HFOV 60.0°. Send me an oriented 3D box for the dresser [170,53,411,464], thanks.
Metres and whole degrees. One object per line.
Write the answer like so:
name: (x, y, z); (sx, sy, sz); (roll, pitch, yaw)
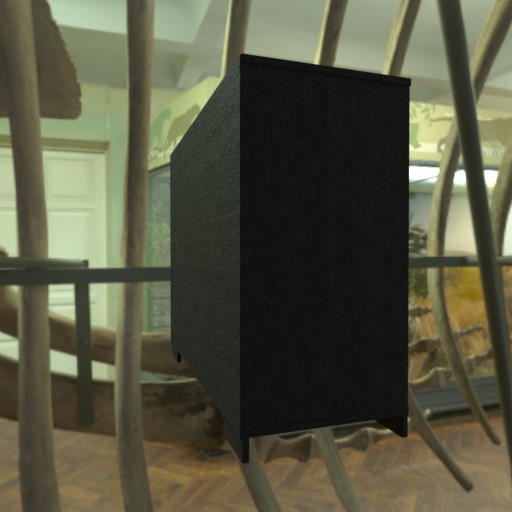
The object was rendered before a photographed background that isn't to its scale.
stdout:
dresser: (0.000, 0.000, 1.412); (0.404, 0.816, 0.994); (0, 1, -19)
